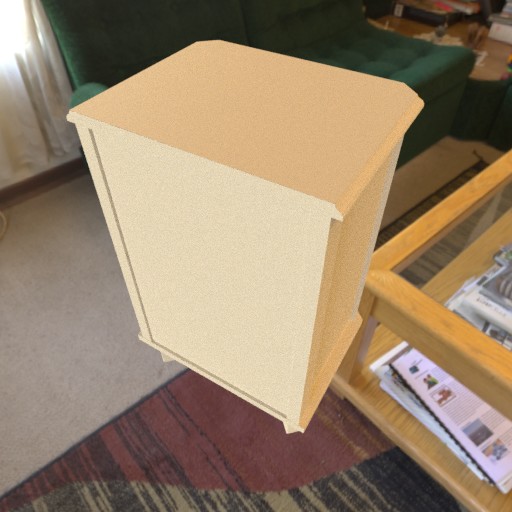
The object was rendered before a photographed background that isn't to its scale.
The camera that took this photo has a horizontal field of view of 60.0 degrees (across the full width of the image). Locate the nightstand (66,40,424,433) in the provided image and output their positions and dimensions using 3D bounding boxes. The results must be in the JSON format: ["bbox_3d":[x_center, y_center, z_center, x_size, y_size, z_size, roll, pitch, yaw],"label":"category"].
[{"bbox_3d":[0.000,0.000,0.904,0.435,0.681,0.351,23,50,21],"label":"nightstand"}]
